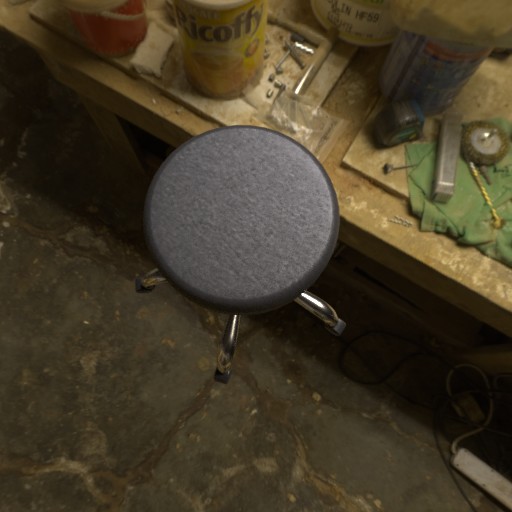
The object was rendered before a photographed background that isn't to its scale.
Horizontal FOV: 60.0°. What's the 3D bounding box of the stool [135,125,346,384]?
[{"bbox_3d":[0.000,0.000,1.157,0.638,0.576,0.673,32,78,8],"label":"stool"}]
